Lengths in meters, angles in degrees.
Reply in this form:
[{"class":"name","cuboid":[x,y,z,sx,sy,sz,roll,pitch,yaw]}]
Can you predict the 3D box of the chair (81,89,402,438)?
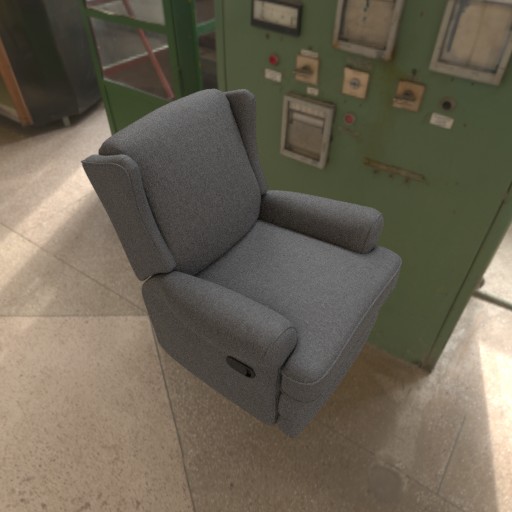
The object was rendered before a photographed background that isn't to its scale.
[{"class":"chair","cuboid":[0.000,0.000,1.739,0.969,1.011,0.847,26,49,25]}]
